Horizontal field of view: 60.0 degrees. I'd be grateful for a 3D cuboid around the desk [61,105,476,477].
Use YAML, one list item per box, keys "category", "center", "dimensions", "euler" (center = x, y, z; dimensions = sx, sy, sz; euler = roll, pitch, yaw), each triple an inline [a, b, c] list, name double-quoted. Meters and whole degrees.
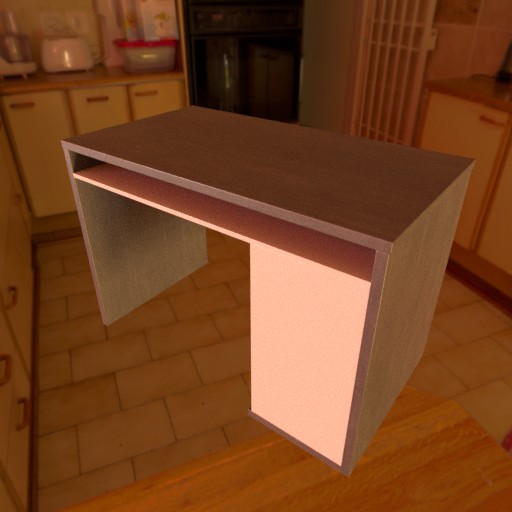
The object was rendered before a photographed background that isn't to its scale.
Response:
- category: "desk"
  center: [0.000, 0.000, 1.520]
  dimensions: [1.100, 0.750, 0.600]
  euler: [21, 37, 31]
